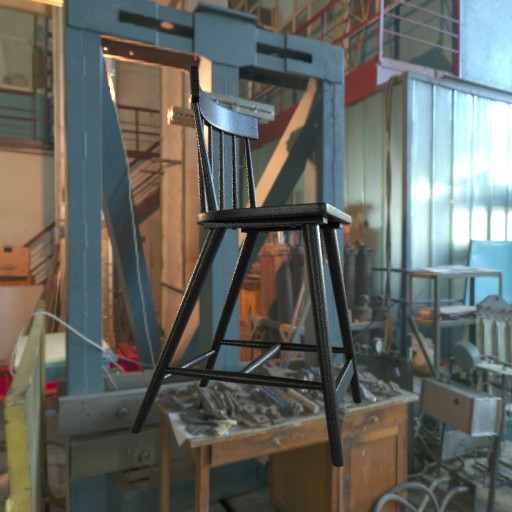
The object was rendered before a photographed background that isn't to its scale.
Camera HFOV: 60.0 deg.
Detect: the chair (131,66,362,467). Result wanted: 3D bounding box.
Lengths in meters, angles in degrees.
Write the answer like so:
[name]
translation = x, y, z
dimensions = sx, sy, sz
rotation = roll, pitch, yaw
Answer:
[chair]
translation = 0.000, 0.000, 1.301
dimensions = 0.572, 0.952, 0.483
rotation = 0, 1, 19
